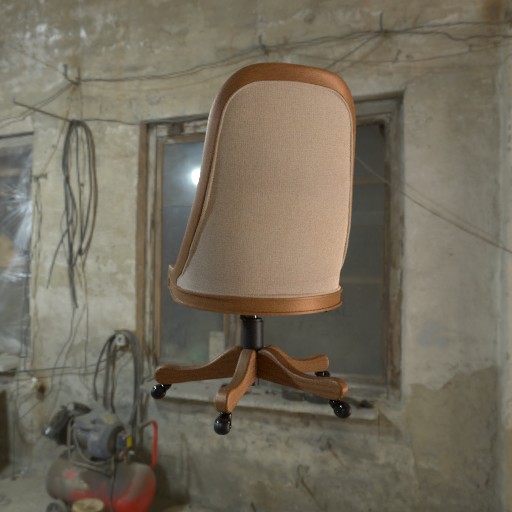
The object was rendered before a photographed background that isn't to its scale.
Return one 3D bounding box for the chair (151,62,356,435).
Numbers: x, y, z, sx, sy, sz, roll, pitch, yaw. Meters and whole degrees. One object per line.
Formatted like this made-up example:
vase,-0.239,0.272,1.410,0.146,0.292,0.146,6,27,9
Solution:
chair,0.000,0.000,1.539,0.702,1.009,0.811,0,-1,-15
